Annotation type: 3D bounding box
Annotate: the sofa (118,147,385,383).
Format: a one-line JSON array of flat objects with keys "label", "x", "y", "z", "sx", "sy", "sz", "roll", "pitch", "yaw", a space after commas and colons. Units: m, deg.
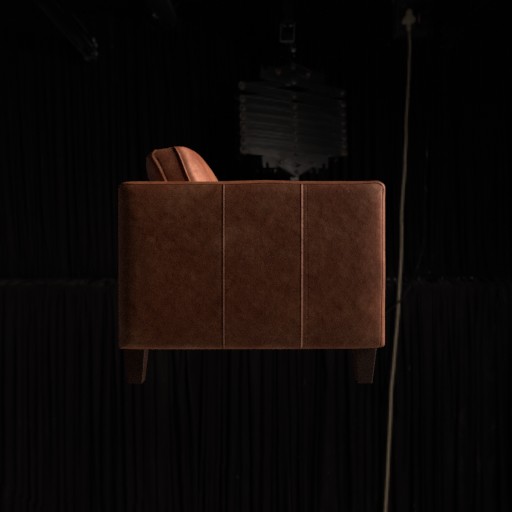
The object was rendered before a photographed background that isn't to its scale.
[{"label": "sofa", "x": 0.000, "y": 0.000, "z": 2.430, "sx": 0.923, "sy": 0.863, "sz": 1.971, "roll": 0, "pitch": 0, "yaw": 0}]
